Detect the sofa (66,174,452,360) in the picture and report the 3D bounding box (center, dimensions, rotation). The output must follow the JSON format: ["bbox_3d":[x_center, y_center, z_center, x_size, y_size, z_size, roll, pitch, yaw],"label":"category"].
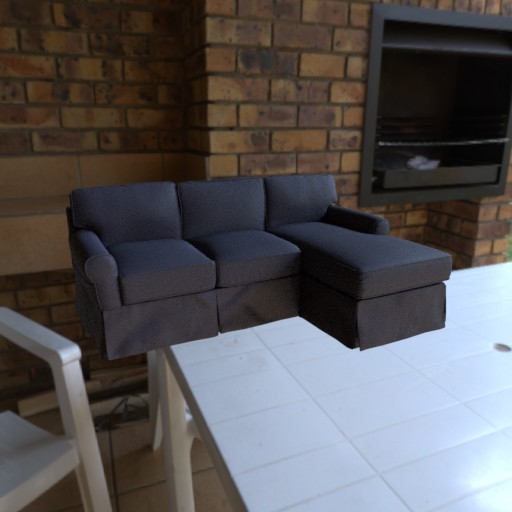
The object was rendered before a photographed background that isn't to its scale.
[{"bbox_3d":[0.000,0.000,3.362,2.518,1.039,1.637,-8,18,-26],"label":"sofa"}]
